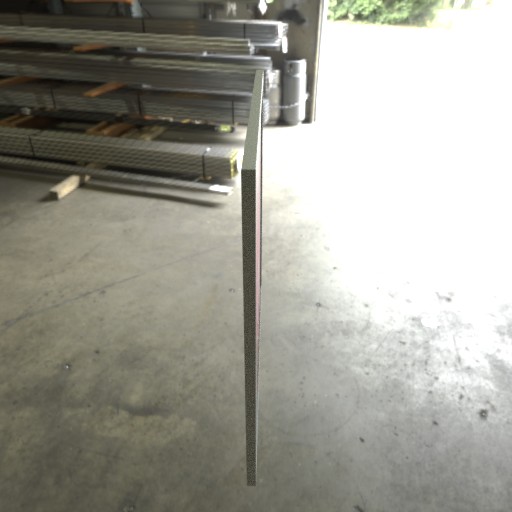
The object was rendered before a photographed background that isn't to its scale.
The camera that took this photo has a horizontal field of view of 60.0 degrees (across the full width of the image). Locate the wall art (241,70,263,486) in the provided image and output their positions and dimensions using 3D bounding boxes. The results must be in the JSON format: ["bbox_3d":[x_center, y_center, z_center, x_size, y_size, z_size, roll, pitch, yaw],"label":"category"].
[{"bbox_3d":[0.000,0.000,1.194,0.022,0.803,0.805,1,32,1],"label":"wall art"}]
